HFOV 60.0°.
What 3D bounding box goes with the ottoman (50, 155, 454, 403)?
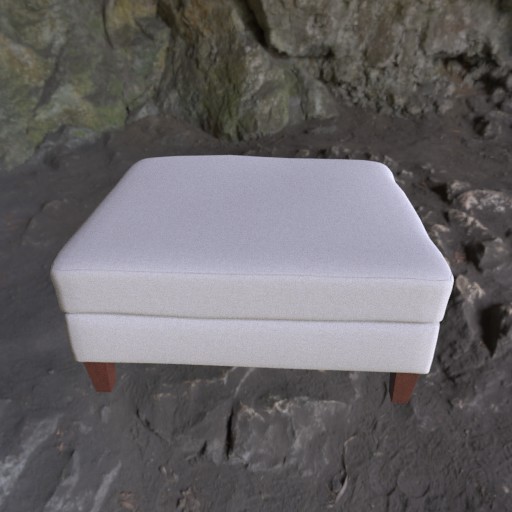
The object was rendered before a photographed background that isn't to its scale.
[{"bbox_3d":[0.000,0.000,1.477,0.976,0.492,0.836,1,31,2],"label":"ottoman"}]
